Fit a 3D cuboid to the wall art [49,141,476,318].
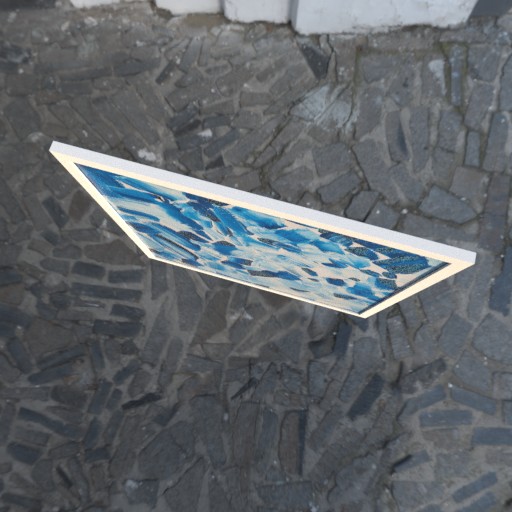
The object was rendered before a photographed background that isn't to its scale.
[{"bbox_3d":[0.000,0.000,0.681,0.457,0.457,0.012,15,76,4],"label":"wall art"}]
